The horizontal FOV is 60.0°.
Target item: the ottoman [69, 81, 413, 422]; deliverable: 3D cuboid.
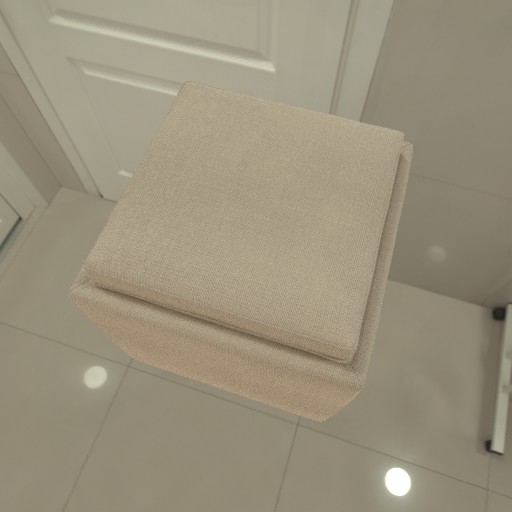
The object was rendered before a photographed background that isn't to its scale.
[{"bbox_3d":[0.000,0.000,0.837,0.451,0.460,0.450,16,64,8],"label":"ottoman"}]
